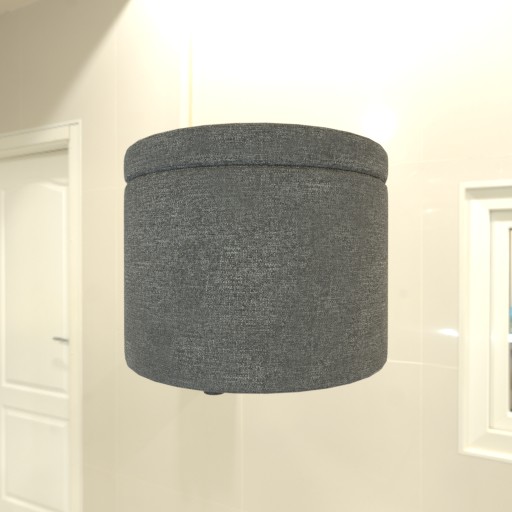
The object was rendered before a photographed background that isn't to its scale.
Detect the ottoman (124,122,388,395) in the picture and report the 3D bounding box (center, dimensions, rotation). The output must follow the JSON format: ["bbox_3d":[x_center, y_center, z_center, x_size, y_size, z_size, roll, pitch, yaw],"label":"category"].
[{"bbox_3d":[0.000,0.000,0.876,0.500,0.419,0.500,0,1,0],"label":"ottoman"}]
